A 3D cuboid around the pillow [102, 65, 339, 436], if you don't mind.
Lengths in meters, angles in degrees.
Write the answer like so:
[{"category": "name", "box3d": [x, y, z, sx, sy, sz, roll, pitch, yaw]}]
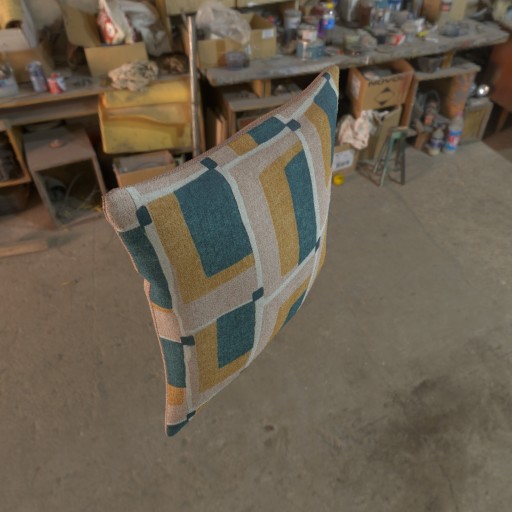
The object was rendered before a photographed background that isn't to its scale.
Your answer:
[{"category": "pillow", "box3d": [0.000, 0.000, 0.724, 0.158, 0.479, 0.478, 26, 48, 26]}]
